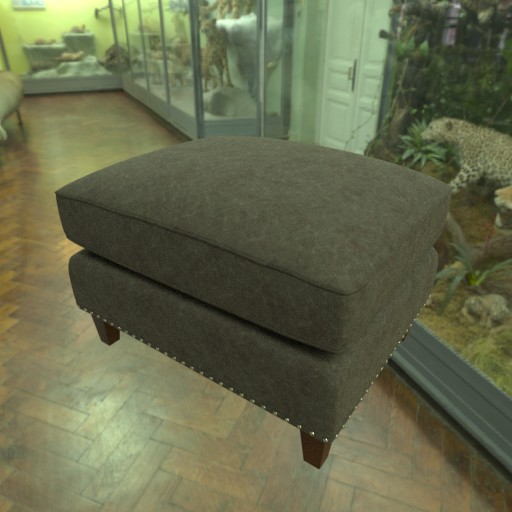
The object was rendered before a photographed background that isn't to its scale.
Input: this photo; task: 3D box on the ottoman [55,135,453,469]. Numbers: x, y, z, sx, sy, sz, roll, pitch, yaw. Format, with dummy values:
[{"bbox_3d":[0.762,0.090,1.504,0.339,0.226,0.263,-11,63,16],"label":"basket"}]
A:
[{"bbox_3d":[0.000,0.000,1.098,0.741,0.513,0.584,19,34,31],"label":"ottoman"}]
